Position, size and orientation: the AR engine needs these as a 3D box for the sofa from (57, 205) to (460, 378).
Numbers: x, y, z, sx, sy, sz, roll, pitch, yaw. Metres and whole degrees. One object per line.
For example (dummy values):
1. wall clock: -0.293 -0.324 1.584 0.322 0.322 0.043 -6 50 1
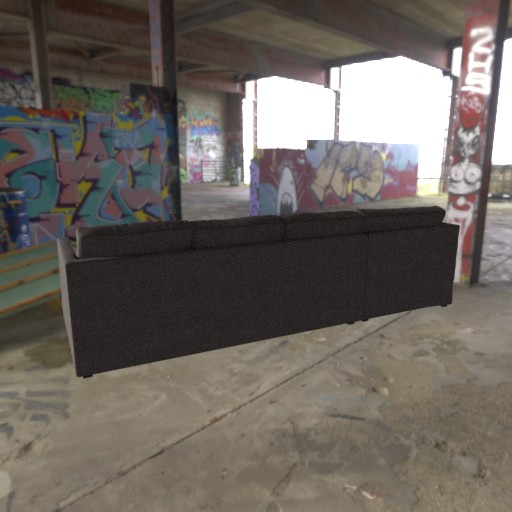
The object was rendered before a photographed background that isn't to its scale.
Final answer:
1. sofa: 0.000 0.000 3.935 3.205 0.922 1.650 -6 14 -25
